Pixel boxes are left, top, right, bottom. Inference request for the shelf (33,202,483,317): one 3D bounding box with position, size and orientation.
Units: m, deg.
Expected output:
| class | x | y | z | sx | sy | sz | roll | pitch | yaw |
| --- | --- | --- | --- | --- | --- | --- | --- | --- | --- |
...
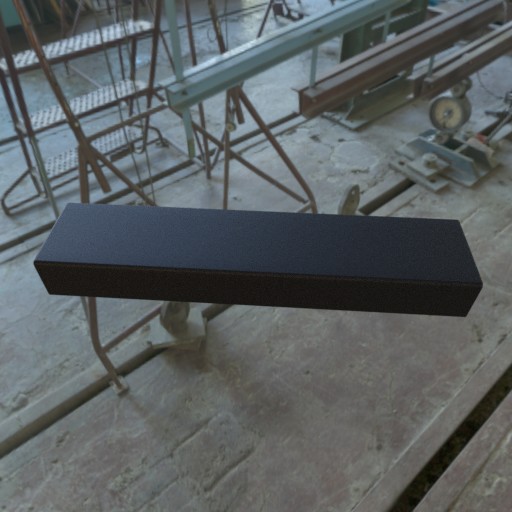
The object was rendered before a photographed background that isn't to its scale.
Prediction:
| class | x | y | z | sx | sy | sz | roll | pitch | yaw |
| --- | --- | --- | --- | --- | --- | --- | --- | --- | --- |
| shelf | 0.000 | 0.000 | 0.499 | 0.456 | 0.053 | 0.102 | 3 | 46 | 3 |
